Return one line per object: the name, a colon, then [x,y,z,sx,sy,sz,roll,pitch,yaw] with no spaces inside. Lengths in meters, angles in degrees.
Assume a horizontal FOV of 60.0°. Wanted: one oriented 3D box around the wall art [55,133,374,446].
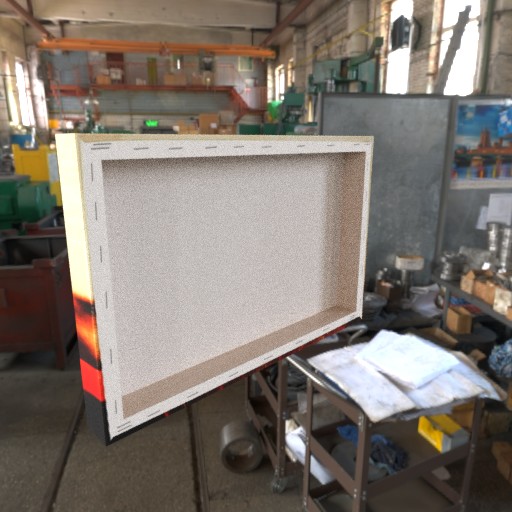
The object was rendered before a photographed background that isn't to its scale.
wall art: [0.000,0.000,0.478,0.383,0.251,0.037,-14,20,-42]
